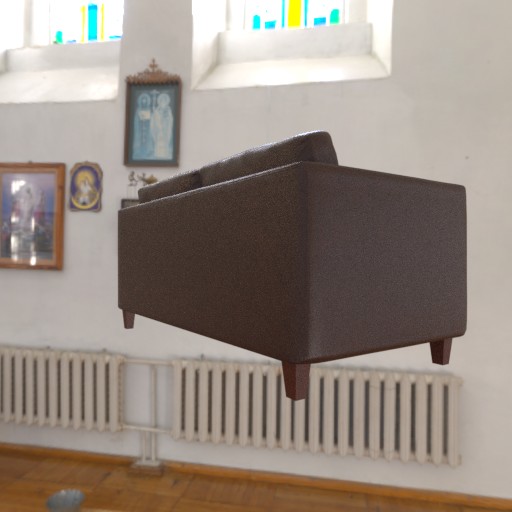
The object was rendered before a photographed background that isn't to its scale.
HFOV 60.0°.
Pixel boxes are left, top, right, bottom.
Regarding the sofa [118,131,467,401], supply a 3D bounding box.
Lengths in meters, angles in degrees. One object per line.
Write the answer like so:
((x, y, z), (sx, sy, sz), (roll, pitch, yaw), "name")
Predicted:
((0.000, 0.000, 2.384), (0.951, 0.933, 1.883), (0, 0, -35), "sofa")
